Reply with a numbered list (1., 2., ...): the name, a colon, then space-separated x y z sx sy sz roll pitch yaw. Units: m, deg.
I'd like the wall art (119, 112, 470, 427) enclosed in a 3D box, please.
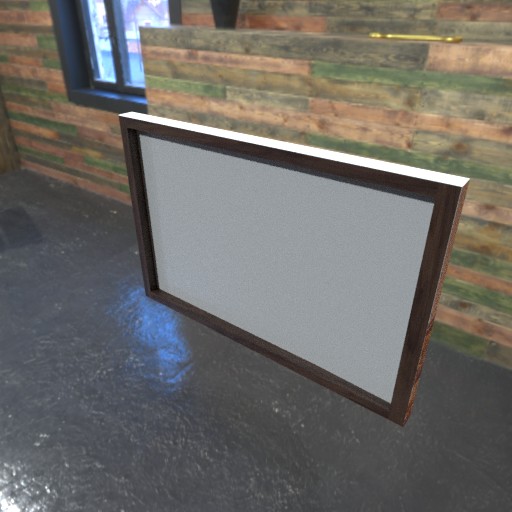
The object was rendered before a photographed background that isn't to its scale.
1. wall art: 0.000 0.000 1.160 0.914 0.610 0.050 20 36 31
